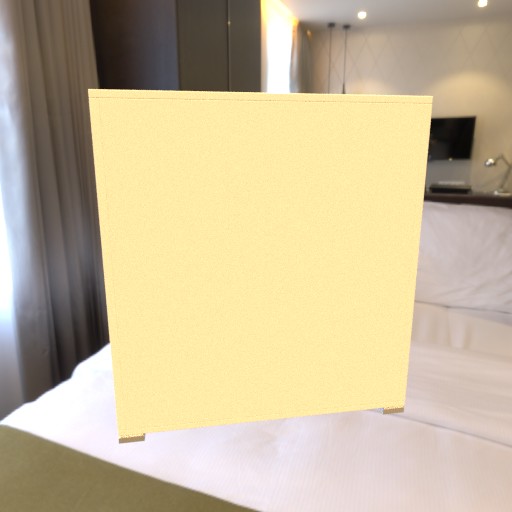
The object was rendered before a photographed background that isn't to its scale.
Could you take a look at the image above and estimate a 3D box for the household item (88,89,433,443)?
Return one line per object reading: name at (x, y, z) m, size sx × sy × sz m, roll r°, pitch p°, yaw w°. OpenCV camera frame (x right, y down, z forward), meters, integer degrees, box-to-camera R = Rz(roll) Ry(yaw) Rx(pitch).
household item at (0.000, 0.000, 1.316) m, size 0.800 × 0.870 × 0.420 m, roll -2°, pitch 14°, yaw -10°
